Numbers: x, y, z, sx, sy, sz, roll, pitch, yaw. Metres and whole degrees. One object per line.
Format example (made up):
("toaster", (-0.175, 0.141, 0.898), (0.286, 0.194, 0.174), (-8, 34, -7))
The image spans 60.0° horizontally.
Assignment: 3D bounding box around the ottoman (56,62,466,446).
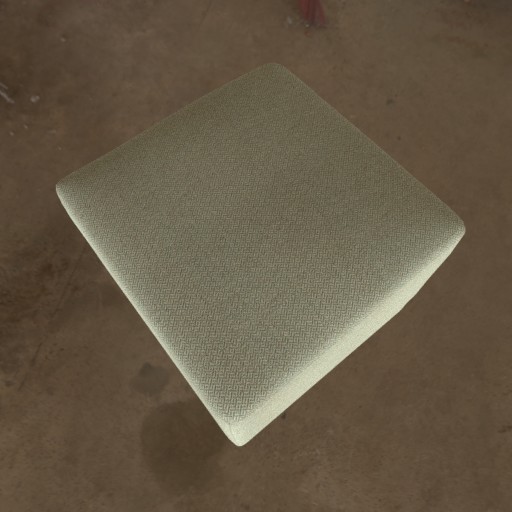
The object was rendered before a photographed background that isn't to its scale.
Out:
("ottoman", (0.000, 0.000, 0.917), (0.512, 0.453, 0.521), (-36, 69, -16))
